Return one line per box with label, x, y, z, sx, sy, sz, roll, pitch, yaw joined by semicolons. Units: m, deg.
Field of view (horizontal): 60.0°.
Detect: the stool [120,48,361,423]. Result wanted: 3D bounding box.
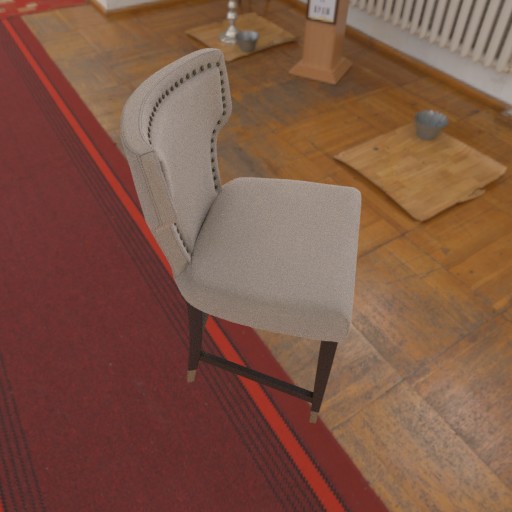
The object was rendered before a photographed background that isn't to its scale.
stool;0.000;0.000;1.299;0.563;0.982;0.527;9;47;8
